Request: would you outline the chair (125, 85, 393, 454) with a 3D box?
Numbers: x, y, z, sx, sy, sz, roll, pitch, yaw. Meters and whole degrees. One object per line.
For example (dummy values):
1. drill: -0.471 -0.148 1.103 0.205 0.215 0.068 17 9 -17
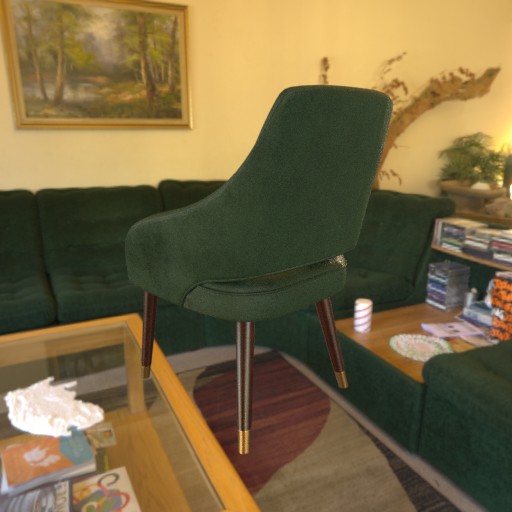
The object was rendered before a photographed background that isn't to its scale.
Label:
1. chair: 0.000 0.000 1.583 0.683 1.081 0.794 -15 21 -42
